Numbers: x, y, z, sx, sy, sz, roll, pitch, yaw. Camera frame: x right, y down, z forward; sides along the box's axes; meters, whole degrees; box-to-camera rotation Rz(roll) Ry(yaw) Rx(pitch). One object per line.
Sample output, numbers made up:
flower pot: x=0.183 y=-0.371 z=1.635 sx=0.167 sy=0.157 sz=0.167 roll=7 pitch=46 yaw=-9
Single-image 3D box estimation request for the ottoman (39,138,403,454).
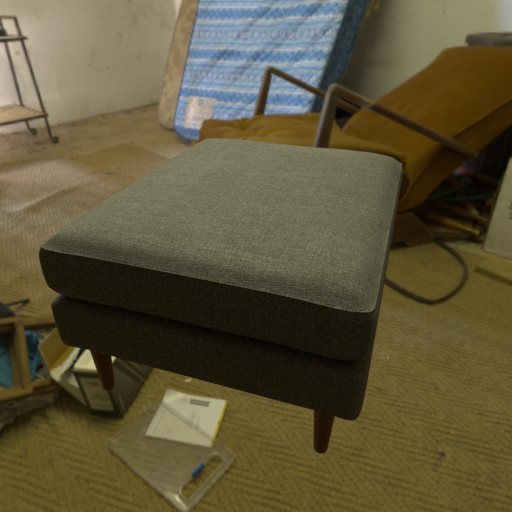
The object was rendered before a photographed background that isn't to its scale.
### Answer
ottoman: x=0.000 y=0.000 z=1.221 sx=0.693 sy=0.474 sz=0.821 roll=10 pitch=32 yaw=16
